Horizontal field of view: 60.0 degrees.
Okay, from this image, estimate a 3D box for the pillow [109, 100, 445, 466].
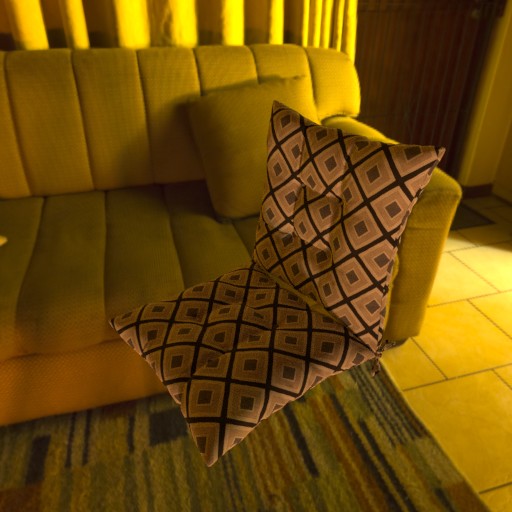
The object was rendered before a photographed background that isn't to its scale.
[{"bbox_3d":[0.000,0.000,1.001,0.585,0.536,0.541,-21,38,-30],"label":"pillow"}]
